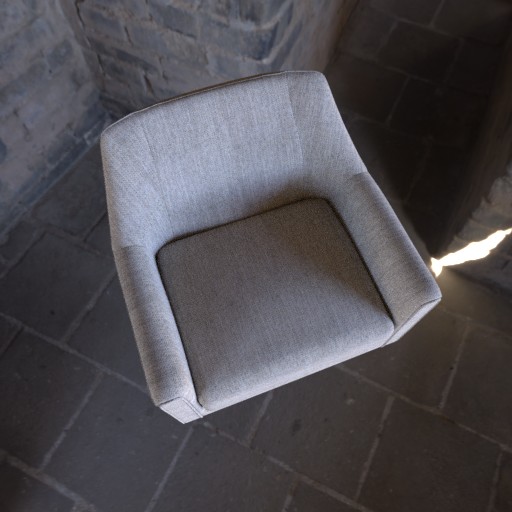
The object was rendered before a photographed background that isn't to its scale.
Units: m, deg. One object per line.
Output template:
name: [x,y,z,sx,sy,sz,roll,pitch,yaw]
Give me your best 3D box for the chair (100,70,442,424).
chair: [0.000,0.000,1.403,0.796,0.761,0.758,-19,66,-9]
